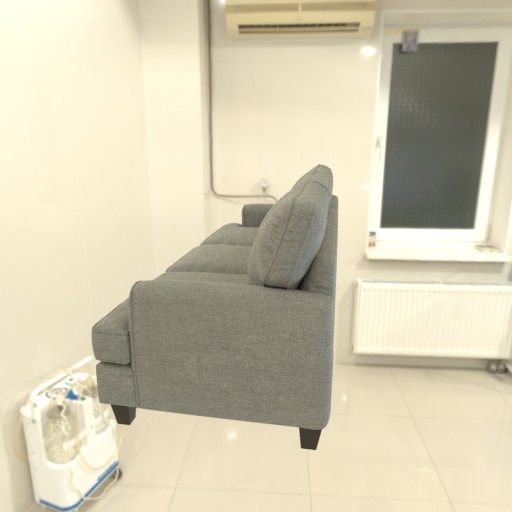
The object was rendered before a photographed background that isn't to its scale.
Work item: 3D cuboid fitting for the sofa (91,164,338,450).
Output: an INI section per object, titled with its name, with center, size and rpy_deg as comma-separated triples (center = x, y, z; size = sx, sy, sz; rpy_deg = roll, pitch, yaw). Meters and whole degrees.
[sofa]
center = 0.000, 0.000, 2.631
size = 0.951, 0.965, 2.158
rpy_deg = 3, 16, 10
